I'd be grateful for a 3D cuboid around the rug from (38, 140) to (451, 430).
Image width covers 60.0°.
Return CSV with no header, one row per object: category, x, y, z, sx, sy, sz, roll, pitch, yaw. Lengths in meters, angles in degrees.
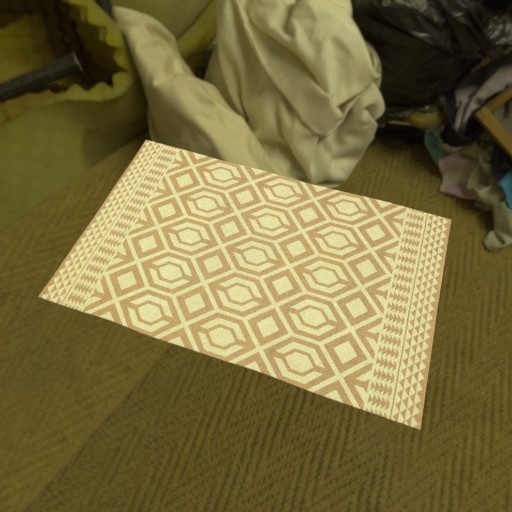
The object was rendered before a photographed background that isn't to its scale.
rug,0.000,0.000,3.015,2.435,0.011,1.526,17,59,10
